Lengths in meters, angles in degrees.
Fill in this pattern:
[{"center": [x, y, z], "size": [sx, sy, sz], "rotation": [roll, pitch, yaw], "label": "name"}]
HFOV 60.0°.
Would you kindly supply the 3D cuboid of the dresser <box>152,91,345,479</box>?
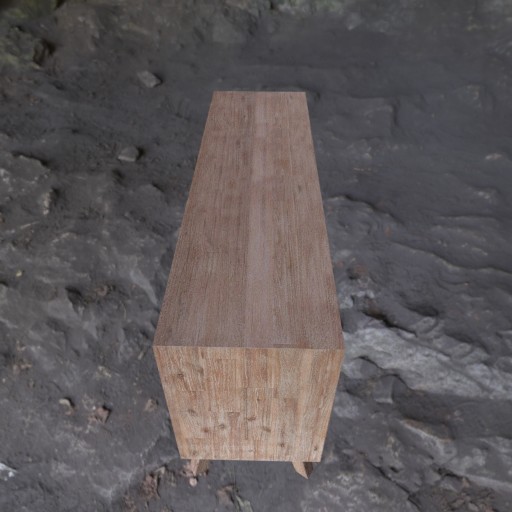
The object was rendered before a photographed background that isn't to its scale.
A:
[{"center": [0.000, 0.000, 1.889], "size": [0.455, 0.805, 1.554], "rotation": [1, 42, 1], "label": "dresser"}]
